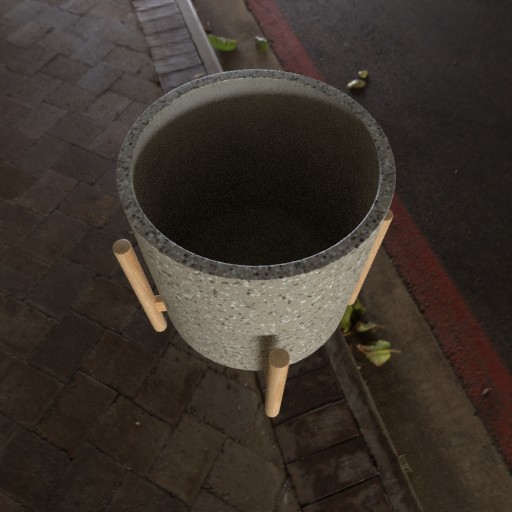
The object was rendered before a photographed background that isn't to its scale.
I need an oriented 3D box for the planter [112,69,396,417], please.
[{"bbox_3d":[0.000,0.000,0.666,0.360,0.419,0.360,12,60,7],"label":"planter"}]
